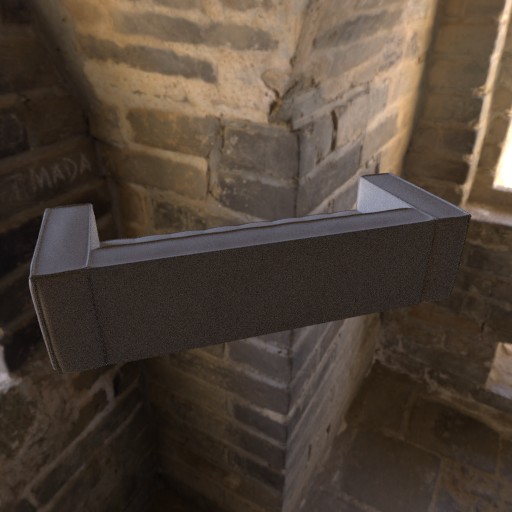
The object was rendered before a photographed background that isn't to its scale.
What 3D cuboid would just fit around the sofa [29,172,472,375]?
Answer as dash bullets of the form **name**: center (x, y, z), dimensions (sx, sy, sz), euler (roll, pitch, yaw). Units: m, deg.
- **sofa**: center (0.000, 0.000, 3.074), dimensions (2.697, 0.680, 1.038), euler (-8, 29, -16)
